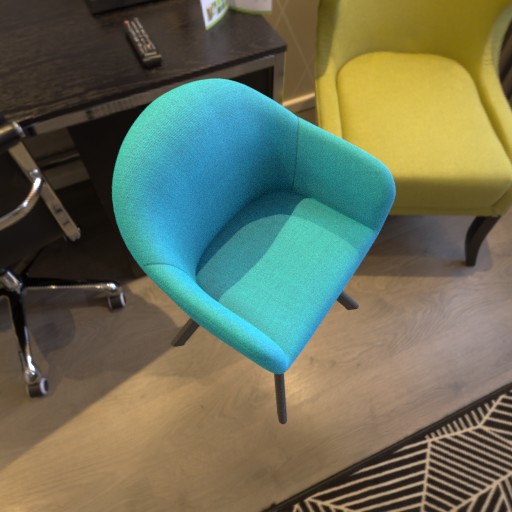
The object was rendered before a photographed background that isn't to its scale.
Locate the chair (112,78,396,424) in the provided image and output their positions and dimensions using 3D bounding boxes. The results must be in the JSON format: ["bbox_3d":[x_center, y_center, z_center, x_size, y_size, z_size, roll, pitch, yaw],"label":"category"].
[{"bbox_3d":[0.000,0.000,1.200,0.550,0.795,0.590,30,63,18],"label":"chair"}]
